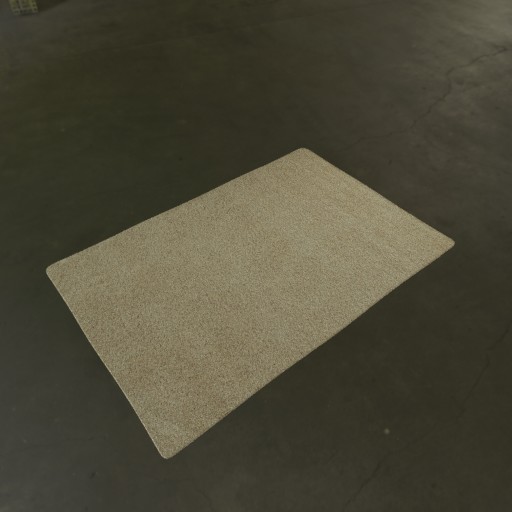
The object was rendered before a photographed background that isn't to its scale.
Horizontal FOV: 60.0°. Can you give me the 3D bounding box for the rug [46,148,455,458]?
[{"bbox_3d":[0.000,0.000,3.475,2.700,0.024,1.801,-30,53,-26],"label":"rug"}]
